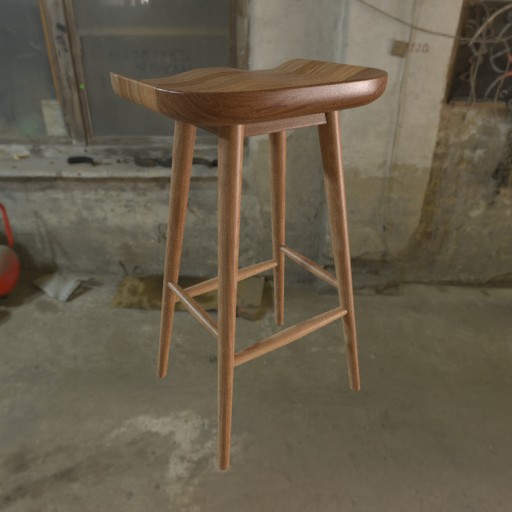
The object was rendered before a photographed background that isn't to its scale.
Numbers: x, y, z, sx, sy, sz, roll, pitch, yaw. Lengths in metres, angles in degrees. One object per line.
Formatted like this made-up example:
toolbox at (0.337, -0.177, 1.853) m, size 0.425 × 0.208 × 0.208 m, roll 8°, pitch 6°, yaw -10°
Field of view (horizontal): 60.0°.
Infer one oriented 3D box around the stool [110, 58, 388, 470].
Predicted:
stool at (0.000, 0.000, 0.903) m, size 0.407 × 0.698 × 0.322 m, roll -18°, pitch 34°, yaw -29°
